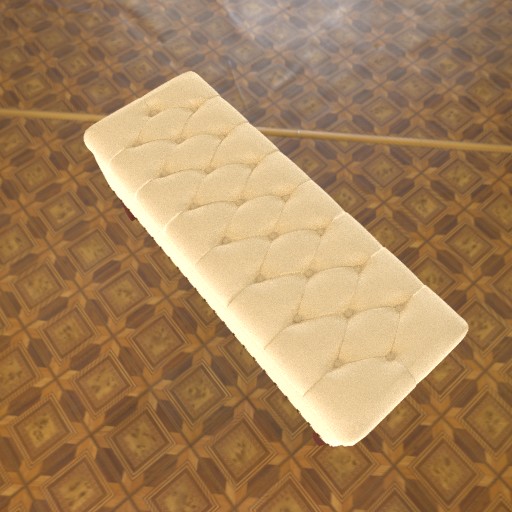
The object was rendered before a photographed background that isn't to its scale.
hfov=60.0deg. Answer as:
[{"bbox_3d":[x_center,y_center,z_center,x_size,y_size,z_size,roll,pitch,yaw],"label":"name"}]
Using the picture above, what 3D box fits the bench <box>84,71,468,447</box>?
[{"bbox_3d":[0.000,0.000,1.295,0.400,0.470,1.054,-37,70,-16],"label":"bench"}]
